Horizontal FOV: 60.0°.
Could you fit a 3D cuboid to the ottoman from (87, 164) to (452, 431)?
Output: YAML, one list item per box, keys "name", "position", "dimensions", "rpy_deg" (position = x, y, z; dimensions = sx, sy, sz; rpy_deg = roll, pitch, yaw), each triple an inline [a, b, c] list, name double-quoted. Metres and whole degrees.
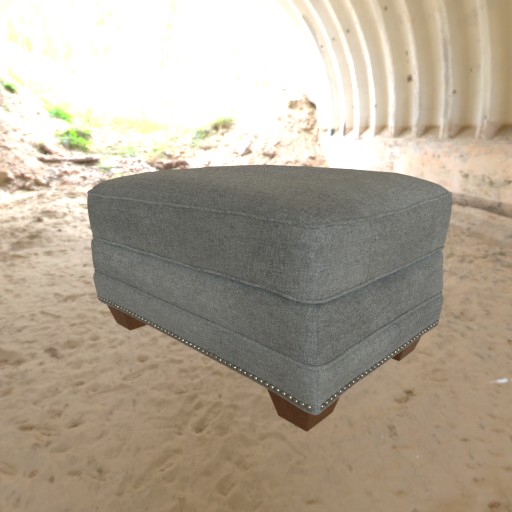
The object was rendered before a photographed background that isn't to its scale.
- name: "ottoman"
  position: [0.000, 0.000, 1.162]
  dimensions: [0.813, 0.457, 0.561]
  rpy_deg: [15, 22, 42]
